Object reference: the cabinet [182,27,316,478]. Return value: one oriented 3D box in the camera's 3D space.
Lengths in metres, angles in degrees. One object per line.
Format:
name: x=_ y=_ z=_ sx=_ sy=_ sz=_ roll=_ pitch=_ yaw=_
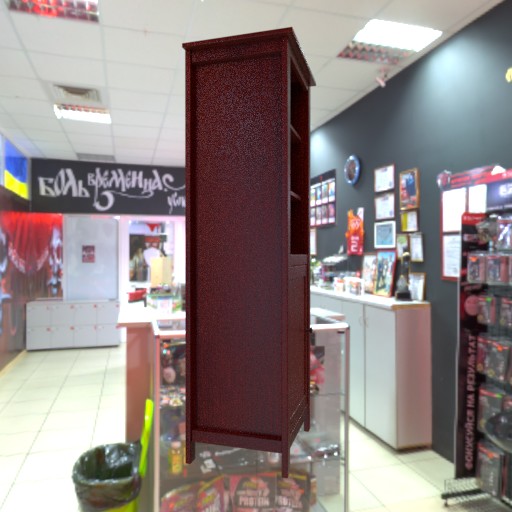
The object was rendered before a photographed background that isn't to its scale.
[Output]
cabinet: x=0.000 y=0.000 z=1.764 sx=0.401 sy=1.518 sz=0.500 roll=0 pitch=0 yaw=17
